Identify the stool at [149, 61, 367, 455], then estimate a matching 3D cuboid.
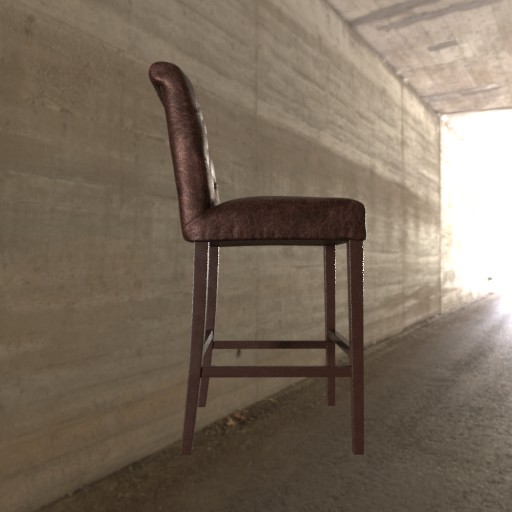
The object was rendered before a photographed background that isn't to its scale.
[{"bbox_3d":[0.000,0.000,1.531,0.659,1.168,0.483,0,-1,-1],"label":"stool"}]
